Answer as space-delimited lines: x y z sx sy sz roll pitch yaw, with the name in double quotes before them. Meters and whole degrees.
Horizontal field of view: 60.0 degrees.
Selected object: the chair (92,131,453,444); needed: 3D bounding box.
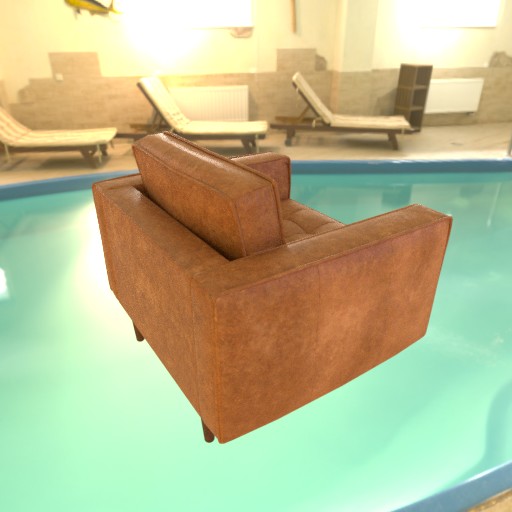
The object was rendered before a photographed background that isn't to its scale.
"chair" 0.000 0.000 1.491 0.798 0.767 0.928 -17 32 -29
